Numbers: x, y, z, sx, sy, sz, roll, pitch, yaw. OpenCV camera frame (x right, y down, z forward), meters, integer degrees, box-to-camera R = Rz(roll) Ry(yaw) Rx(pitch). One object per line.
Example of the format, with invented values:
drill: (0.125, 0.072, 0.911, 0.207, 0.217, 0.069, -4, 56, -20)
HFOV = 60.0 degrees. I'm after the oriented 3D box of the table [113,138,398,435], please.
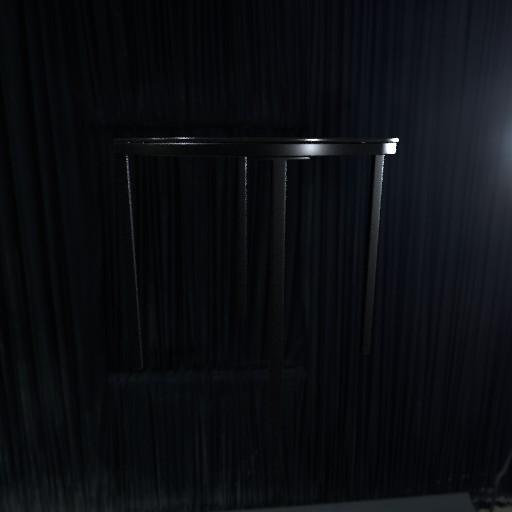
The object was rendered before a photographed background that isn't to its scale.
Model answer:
table: (0.000, 0.000, 0.866, 0.499, 0.443, 0.499, 0, 15, 0)
